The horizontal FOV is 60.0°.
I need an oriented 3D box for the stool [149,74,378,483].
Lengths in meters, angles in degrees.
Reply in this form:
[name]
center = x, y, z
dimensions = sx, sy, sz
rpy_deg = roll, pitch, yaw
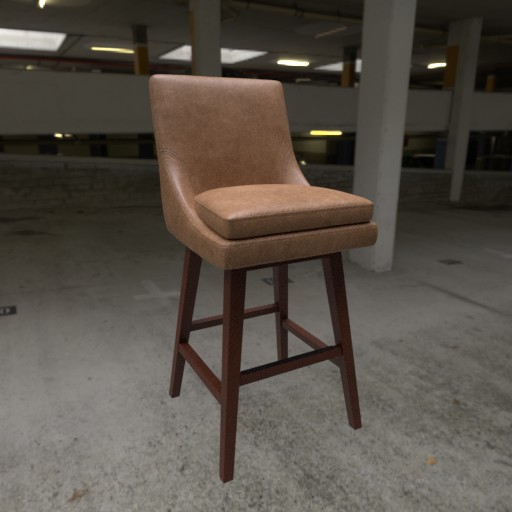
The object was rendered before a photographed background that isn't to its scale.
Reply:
[stool]
center = 0.000, 0.000, 1.379
dimensions = 0.487, 1.079, 0.572
rpy_deg = -9, 19, -27
